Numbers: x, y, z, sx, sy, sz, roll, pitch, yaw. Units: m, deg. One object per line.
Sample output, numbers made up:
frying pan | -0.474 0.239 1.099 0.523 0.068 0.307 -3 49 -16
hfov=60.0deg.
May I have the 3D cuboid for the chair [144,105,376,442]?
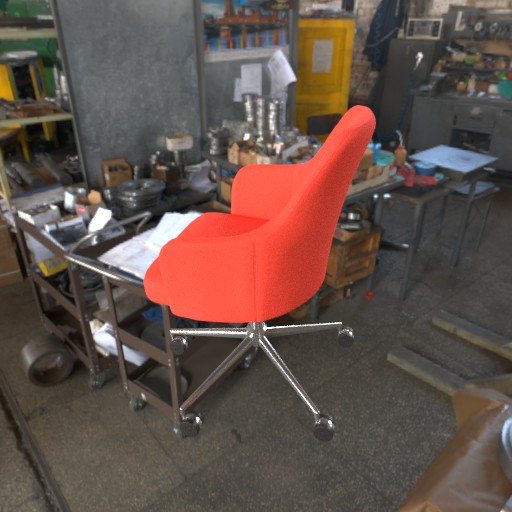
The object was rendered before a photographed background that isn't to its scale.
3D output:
chair | 0.000 0.000 1.270 0.600 0.820 0.655 8 30 14
